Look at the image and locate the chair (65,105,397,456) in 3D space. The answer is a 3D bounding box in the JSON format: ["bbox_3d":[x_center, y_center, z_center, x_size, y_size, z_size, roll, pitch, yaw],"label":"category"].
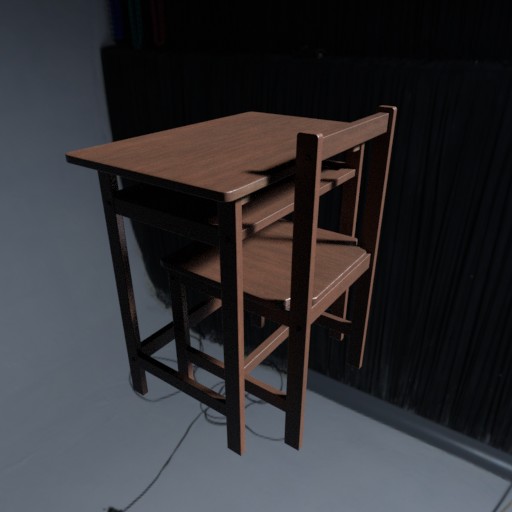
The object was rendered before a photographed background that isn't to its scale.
[{"bbox_3d":[0.000,0.000,1.045,0.463,0.673,0.599,18,32,31],"label":"chair"}]
